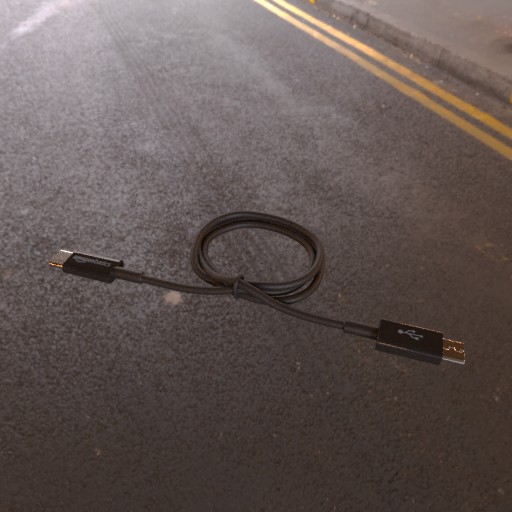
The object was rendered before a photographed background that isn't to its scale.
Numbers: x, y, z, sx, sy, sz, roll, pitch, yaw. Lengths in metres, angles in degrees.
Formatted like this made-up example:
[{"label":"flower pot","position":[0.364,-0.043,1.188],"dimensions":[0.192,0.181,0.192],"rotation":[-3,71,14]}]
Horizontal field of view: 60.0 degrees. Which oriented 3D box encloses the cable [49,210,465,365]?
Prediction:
[{"label":"cable","position":[0.000,0.000,0.217],"dimensions":[0.192,0.014,0.070],"rotation":[12,43,13]}]
